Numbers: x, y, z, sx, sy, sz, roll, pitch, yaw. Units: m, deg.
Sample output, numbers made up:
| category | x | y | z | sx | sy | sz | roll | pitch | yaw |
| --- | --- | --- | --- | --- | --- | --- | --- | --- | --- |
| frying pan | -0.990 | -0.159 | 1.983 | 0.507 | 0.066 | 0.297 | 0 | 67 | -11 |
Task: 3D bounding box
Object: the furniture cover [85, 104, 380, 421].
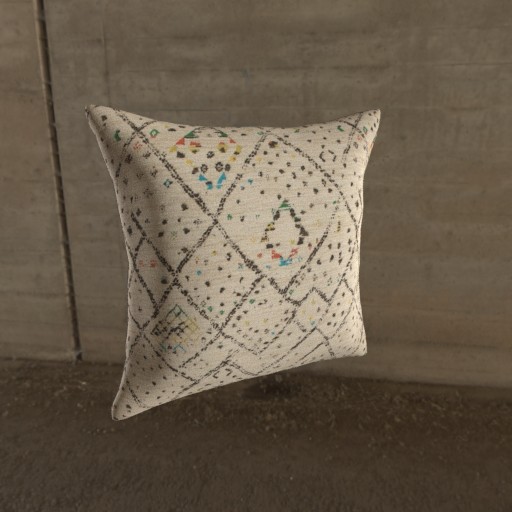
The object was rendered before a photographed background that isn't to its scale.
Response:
| category | x | y | z | sx | sy | sz | roll | pitch | yaw |
| --- | --- | --- | --- | --- | --- | --- | --- | --- | --- |
| furniture cover | 0.000 | 0.000 | 0.771 | 0.525 | 0.498 | 0.180 | -8 | 17 | -26 |
